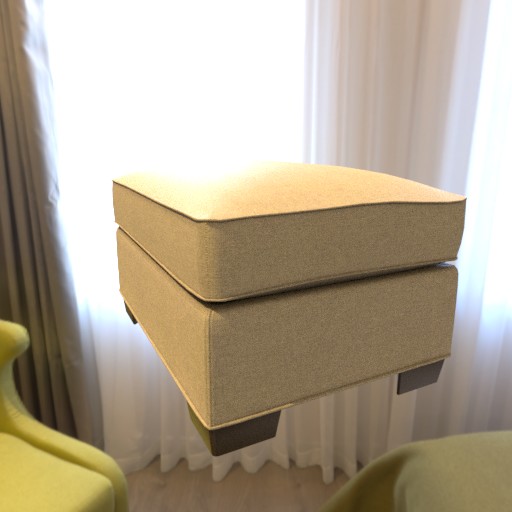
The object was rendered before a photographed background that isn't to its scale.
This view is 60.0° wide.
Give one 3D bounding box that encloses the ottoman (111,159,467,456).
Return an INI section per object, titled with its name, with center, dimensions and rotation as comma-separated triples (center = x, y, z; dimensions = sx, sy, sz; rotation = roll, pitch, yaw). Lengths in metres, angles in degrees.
[ottoman]
center = 0.000, 0.000, 1.217
dimensions = 0.619, 0.504, 0.843
rotation = -7, 17, -26
